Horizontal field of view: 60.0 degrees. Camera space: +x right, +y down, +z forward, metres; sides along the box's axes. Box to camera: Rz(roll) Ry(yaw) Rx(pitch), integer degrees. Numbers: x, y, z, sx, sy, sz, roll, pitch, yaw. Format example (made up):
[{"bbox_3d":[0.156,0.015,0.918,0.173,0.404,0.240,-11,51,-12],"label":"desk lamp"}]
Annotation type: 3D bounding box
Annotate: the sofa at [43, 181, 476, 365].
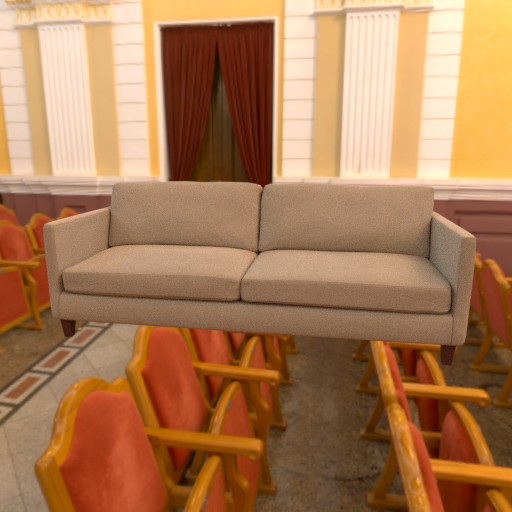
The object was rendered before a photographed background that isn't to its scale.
[{"bbox_3d":[0.000,0.000,2.884,2.404,0.912,0.988,2,14,9],"label":"sofa"}]
